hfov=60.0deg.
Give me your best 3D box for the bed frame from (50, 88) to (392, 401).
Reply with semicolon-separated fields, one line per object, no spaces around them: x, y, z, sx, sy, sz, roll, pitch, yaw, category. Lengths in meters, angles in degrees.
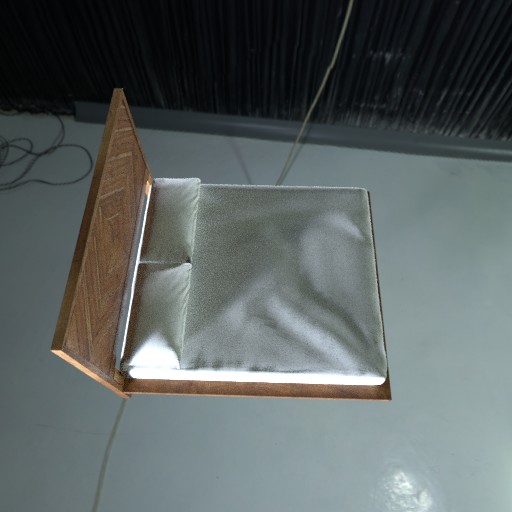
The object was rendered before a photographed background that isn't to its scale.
0.000;0.000;3.600;2.235;1.537;2.038;1;63;1;bed frame
